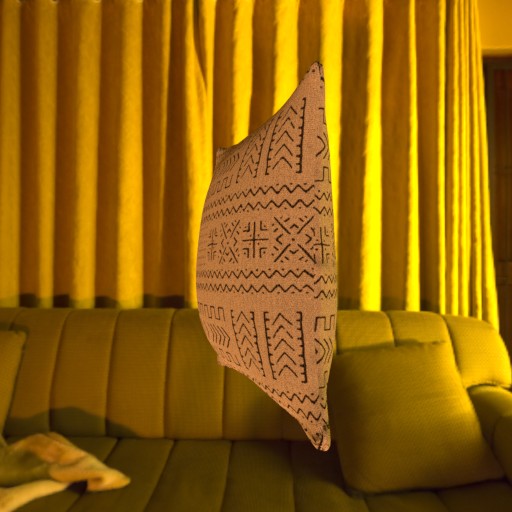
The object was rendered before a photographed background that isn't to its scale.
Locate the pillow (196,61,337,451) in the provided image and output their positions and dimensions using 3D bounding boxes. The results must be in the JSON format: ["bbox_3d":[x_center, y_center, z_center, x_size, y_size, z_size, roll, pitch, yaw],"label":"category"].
[{"bbox_3d":[0.000,0.000,0.676,0.164,0.430,0.438,0,0,-19],"label":"pillow"}]
